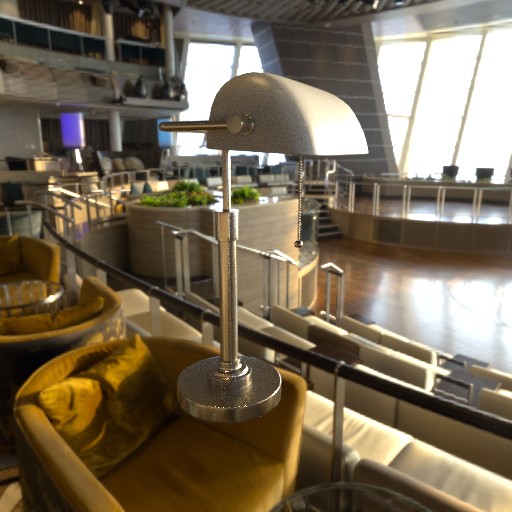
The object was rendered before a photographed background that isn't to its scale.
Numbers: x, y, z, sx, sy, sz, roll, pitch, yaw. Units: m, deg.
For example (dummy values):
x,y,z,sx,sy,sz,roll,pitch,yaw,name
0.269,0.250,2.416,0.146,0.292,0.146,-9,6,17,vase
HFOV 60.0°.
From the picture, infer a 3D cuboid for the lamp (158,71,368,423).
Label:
x,y,z,sx,sy,sz,roll,pitch,yaw,name
0.000,0.000,0.554,0.227,0.404,0.269,7,15,27,lamp
